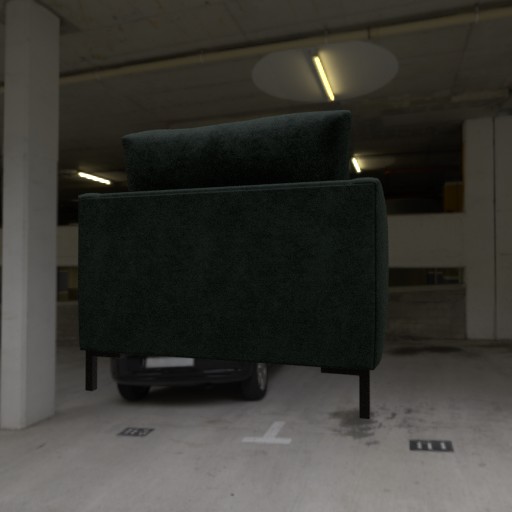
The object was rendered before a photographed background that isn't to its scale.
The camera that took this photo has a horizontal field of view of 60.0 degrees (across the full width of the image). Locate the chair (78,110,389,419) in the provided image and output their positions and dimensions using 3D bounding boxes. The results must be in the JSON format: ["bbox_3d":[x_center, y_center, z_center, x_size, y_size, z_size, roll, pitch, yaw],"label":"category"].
[{"bbox_3d":[0.000,0.000,1.679,0.963,0.861,0.866,0,-1,17],"label":"chair"}]
